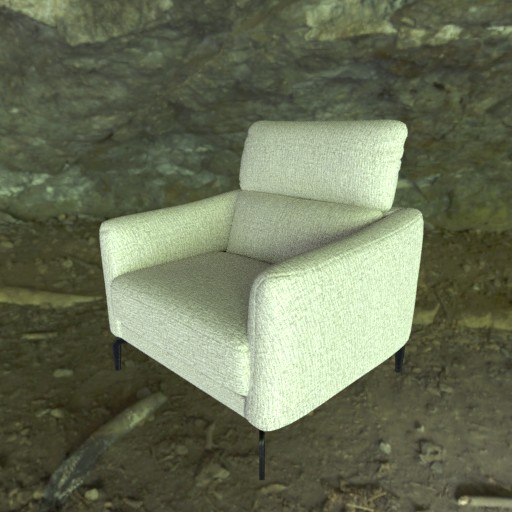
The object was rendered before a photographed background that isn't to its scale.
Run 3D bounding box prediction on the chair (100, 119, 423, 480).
[{"bbox_3d":[0.000,0.000,1.639,0.972,0.967,0.835,16,23,43],"label":"chair"}]
